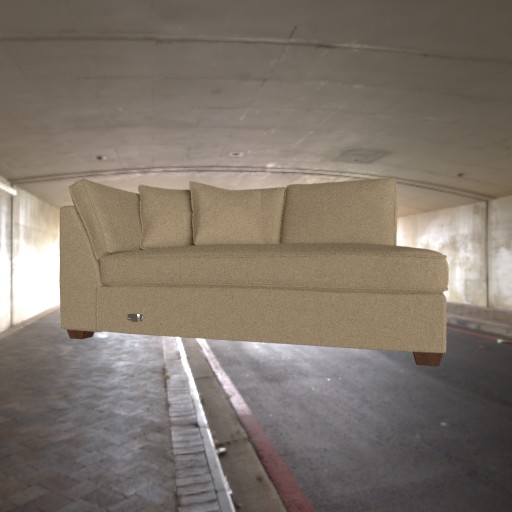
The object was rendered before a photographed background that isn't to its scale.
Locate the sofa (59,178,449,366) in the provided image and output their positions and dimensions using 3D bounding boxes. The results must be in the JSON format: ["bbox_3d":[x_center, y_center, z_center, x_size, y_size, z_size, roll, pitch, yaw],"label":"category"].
[{"bbox_3d":[0.000,0.000,2.851,2.237,1.033,1.110,0,-1,20],"label":"sofa"}]
